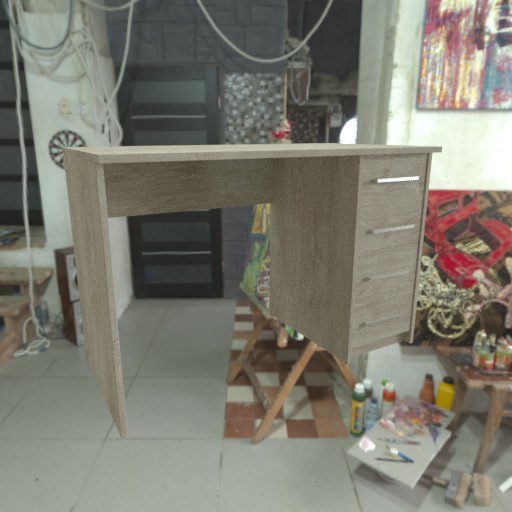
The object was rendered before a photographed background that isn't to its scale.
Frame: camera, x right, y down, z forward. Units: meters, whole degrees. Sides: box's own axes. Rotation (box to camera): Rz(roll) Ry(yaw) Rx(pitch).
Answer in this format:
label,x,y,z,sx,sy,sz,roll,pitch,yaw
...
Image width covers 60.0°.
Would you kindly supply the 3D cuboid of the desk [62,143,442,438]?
label,x,y,z,sx,sy,sz,roll,pitch,yaw
desk,0.000,0.000,1.527,1.096,0.730,0.560,-9,18,-29
